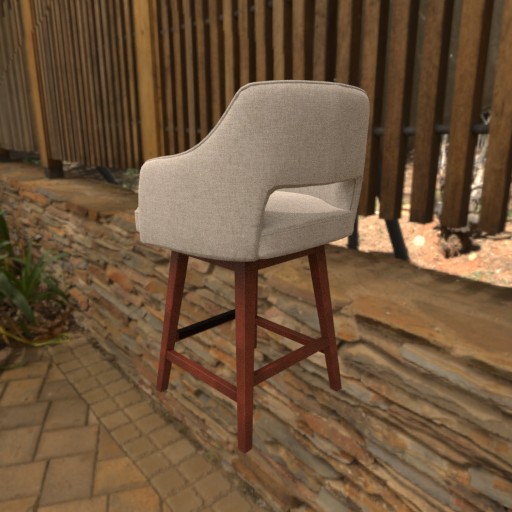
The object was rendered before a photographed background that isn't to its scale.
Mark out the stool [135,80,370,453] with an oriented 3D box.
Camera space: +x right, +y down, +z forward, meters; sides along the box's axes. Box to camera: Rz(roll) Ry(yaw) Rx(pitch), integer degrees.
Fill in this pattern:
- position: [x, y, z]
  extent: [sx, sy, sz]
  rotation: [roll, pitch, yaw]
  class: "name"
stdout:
- position: [0.000, 0.000, 1.341]
  extent: [0.599, 0.944, 0.558]
  rotation: [-15, 22, -43]
  class: "stool"
